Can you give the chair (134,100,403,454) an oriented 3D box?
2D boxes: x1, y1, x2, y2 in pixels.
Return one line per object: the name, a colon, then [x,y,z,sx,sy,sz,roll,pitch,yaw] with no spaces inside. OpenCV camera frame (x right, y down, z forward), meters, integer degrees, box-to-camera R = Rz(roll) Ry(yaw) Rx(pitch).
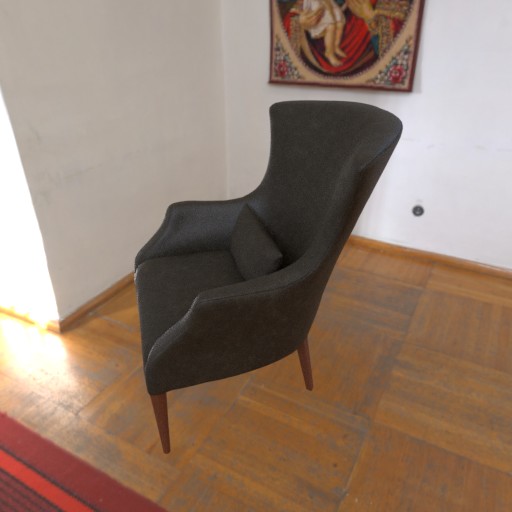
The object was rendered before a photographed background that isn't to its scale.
chair: [0.000,0.000,1.737,0.954,1.068,0.819,-8,31,-14]
